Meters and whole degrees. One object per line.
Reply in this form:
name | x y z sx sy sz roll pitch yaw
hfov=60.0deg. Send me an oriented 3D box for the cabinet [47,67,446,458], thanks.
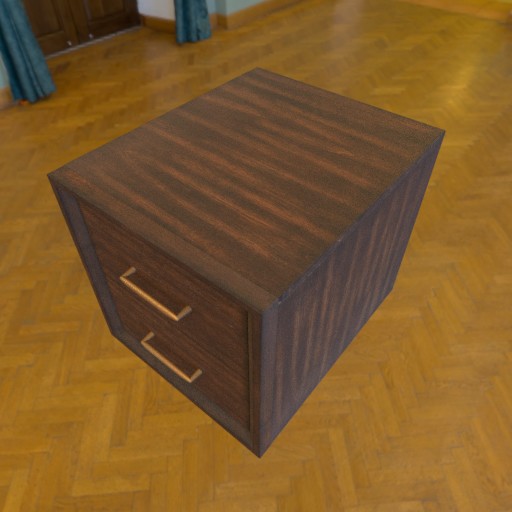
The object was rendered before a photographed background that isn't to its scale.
cabinet | 0.000 0.000 0.846 0.402 0.455 0.500 30 53 26
